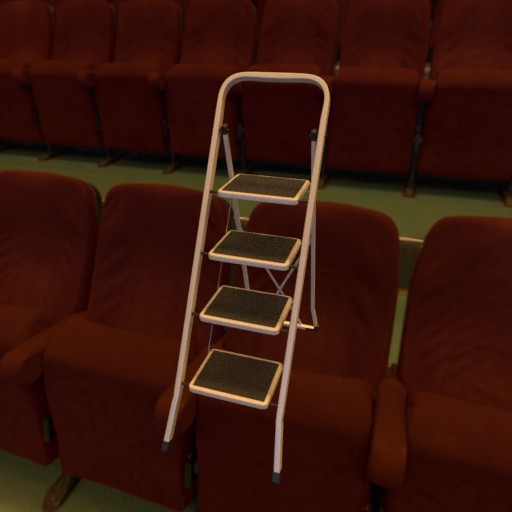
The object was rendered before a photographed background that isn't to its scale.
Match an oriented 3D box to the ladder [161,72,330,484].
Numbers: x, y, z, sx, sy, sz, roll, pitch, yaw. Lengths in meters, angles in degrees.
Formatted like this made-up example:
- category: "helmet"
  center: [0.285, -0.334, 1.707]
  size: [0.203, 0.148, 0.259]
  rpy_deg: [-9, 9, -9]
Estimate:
- category: "ladder"
  center: [0.000, 0.000, 1.699]
  size: [0.460, 1.265, 0.914]
  rpy_deg: [8, 29, 16]
